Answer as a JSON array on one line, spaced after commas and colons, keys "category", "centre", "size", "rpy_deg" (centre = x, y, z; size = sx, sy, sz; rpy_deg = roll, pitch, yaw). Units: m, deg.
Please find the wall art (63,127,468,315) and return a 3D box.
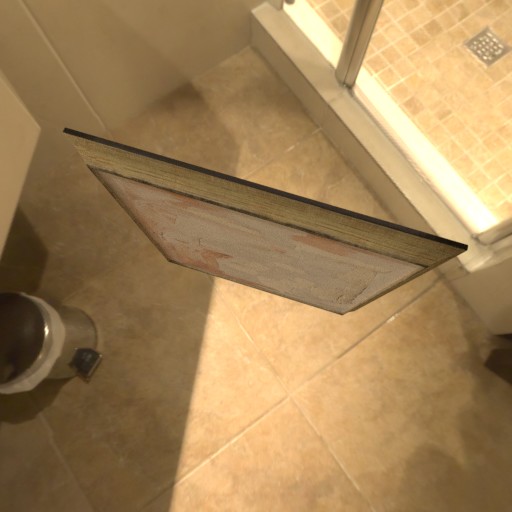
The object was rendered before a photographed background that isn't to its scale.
[{"category": "wall art", "centre": [0.000, 0.000, 0.619], "size": [0.381, 0.457, 0.023], "rpy_deg": [17, 77, 4]}]
